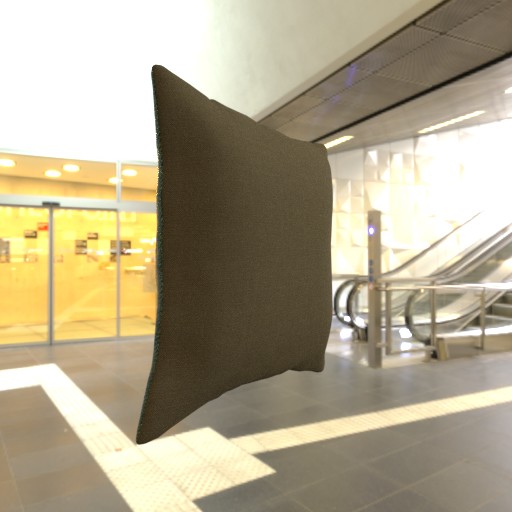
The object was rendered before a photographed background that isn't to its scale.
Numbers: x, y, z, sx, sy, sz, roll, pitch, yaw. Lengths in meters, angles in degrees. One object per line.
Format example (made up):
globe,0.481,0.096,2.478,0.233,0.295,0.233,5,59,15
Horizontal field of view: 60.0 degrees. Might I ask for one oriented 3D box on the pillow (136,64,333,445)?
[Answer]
pillow,0.000,0.000,0.658,0.138,0.430,0.436,0,0,36
